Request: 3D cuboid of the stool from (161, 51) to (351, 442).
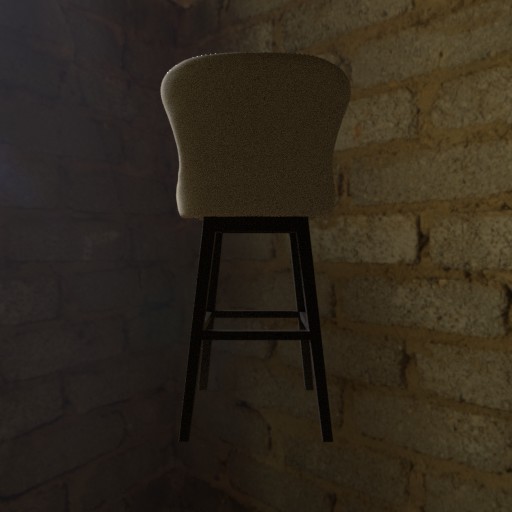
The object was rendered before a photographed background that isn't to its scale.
[{"bbox_3d":[0.000,0.000,1.433,0.528,1.066,0.605,0,2,0],"label":"stool"}]
